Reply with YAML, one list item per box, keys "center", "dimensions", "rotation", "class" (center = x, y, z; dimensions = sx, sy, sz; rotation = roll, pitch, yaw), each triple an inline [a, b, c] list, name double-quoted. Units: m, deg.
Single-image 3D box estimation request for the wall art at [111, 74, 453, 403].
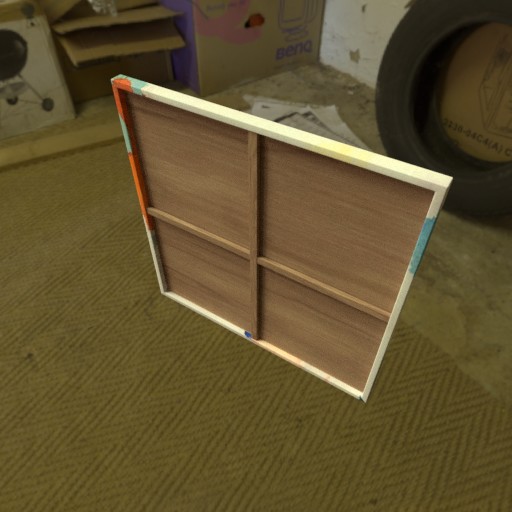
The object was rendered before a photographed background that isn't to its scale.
- center: [0.000, 0.000, 1.529]
  dimensions: [1.017, 1.017, 0.044]
  rotation: [24, 50, 22]
  class: "wall art"
